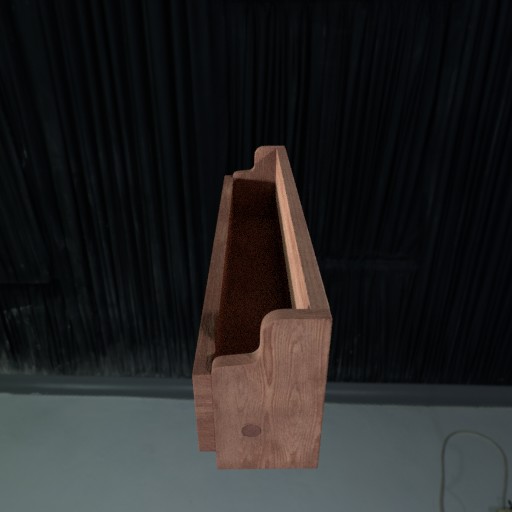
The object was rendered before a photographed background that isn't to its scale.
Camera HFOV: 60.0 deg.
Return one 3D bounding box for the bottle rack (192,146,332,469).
[{"bbox_3d":[0.000,0.000,0.698,0.126,0.196,0.608,0,28,-1],"label":"bottle rack"}]
